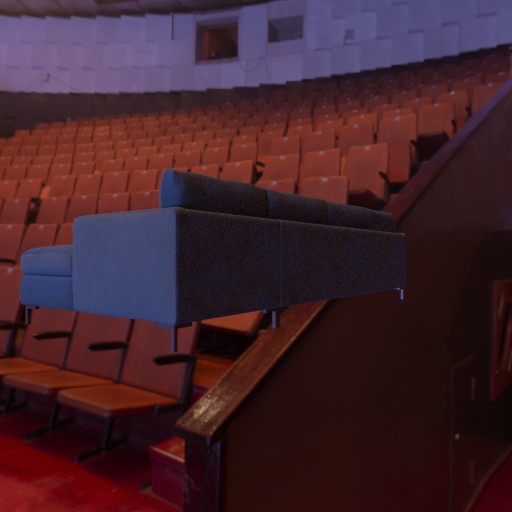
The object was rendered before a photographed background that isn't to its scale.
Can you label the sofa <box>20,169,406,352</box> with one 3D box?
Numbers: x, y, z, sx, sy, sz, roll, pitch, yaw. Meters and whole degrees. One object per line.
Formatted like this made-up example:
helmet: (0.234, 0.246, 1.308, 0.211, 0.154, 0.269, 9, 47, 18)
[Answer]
sofa: (0.000, 0.000, 3.159, 1.255, 0.756, 2.725, 0, 0, 37)
